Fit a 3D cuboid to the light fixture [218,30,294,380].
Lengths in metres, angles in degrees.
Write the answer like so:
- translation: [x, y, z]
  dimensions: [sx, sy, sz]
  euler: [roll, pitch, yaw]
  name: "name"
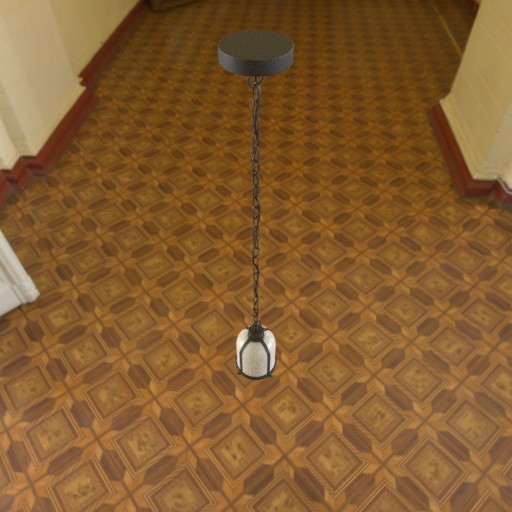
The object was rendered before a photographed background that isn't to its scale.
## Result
- translation: [0.000, 0.000, 1.277]
  dimensions: [0.178, 1.181, 0.178]
  euler: [-32, 54, -26]
  name: "light fixture"
